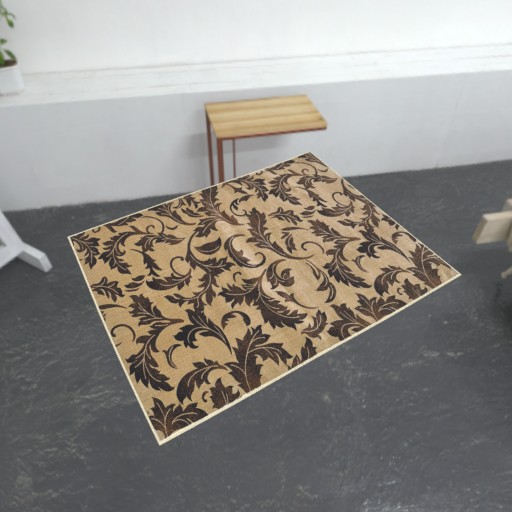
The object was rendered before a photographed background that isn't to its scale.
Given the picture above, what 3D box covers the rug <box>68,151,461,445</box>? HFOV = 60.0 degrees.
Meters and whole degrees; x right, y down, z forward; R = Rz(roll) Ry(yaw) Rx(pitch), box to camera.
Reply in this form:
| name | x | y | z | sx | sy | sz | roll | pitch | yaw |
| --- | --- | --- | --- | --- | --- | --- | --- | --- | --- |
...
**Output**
| name | x | y | z | sx | sy | sz | roll | pitch | yaw |
| --- | --- | --- | --- | --- | --- | --- | --- | --- | --- |
| rug | 0.000 | 0.000 | 4.221 | 2.977 | 0.008 | 2.380 | -24 | 51 | -21 |
